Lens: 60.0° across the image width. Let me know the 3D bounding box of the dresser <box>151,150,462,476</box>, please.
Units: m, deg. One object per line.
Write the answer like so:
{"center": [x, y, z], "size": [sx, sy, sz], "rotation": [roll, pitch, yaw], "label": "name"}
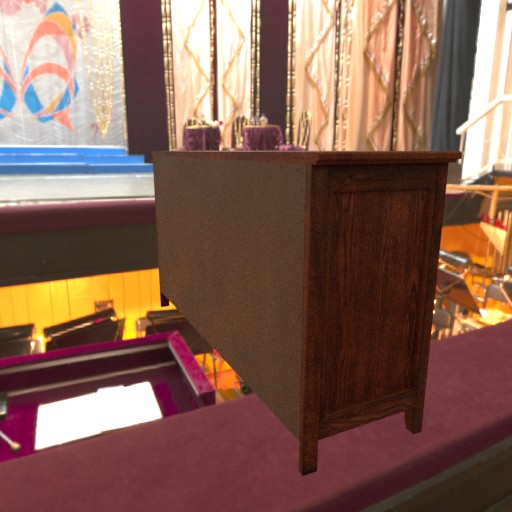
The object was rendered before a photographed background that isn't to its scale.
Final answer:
{"center": [0.000, 0.000, 1.853], "size": [0.463, 0.856, 1.551], "rotation": [-7, 15, -26], "label": "dresser"}
